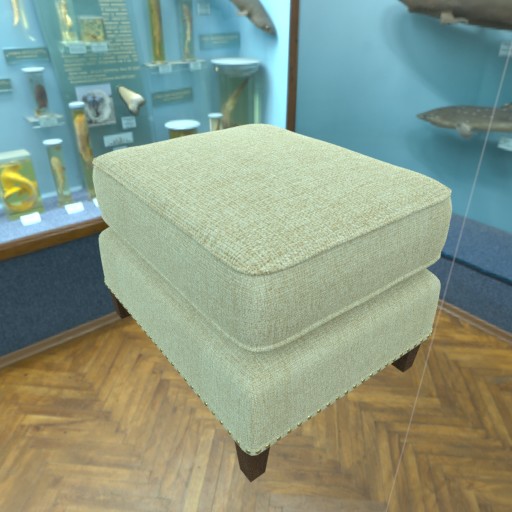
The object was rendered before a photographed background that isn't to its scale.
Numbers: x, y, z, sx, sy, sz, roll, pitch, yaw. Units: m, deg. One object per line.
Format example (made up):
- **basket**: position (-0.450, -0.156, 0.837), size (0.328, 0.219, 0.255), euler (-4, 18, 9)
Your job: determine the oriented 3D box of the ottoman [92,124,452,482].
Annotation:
- **ottoman**: position (0.000, 0.000, 1.134), size (0.589, 0.537, 0.738), euler (-21, 37, -31)
